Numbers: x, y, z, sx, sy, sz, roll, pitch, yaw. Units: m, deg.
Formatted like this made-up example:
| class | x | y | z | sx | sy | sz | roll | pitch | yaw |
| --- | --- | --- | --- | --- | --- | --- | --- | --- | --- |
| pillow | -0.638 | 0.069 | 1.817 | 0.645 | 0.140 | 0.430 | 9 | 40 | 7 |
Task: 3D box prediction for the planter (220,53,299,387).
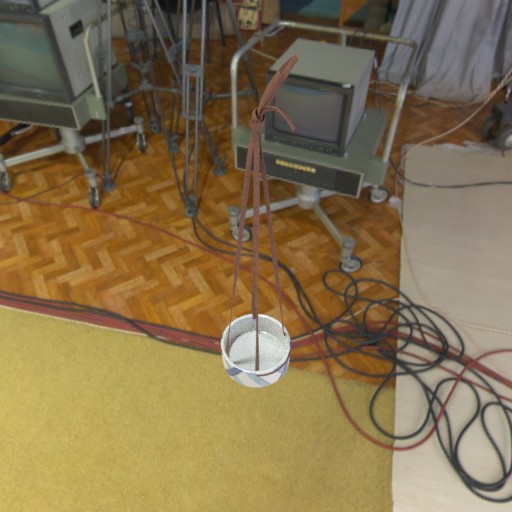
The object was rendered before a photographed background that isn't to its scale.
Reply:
| class | x | y | z | sx | sy | sz | roll | pitch | yaw |
| --- | --- | --- | --- | --- | --- | --- | --- | --- | --- |
| planter | 0.000 | 0.000 | 0.821 | 0.166 | 0.751 | 0.166 | -19 | 49 | -17 |
